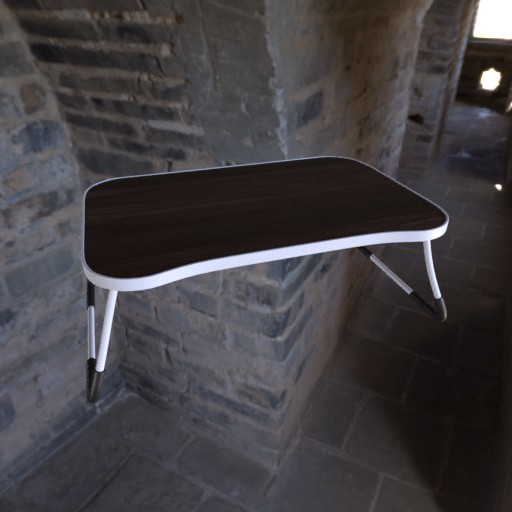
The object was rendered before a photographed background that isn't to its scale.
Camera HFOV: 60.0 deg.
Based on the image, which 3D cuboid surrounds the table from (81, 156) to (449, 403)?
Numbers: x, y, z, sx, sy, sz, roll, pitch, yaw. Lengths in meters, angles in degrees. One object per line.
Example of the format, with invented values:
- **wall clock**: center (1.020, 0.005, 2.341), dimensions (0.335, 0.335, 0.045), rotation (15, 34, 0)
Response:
- **table**: center (0.000, 0.000, 0.855), dimensions (0.660, 0.232, 0.400), rotation (-9, 31, -16)
